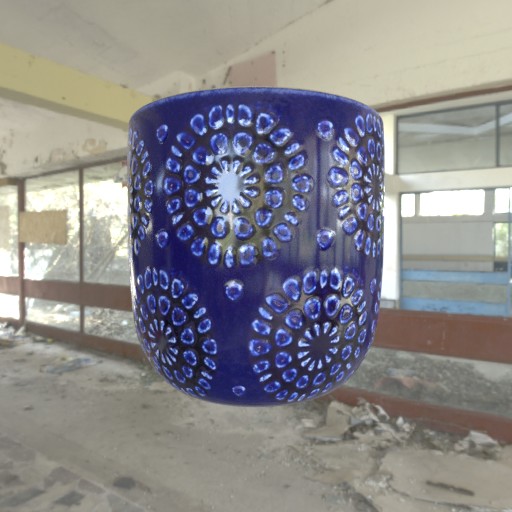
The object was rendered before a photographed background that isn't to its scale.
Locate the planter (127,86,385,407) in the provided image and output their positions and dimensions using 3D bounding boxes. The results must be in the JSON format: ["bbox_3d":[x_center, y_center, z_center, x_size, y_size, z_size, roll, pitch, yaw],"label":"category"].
[{"bbox_3d":[0.000,0.000,0.196,0.109,0.112,0.109,0,1,0],"label":"planter"}]
